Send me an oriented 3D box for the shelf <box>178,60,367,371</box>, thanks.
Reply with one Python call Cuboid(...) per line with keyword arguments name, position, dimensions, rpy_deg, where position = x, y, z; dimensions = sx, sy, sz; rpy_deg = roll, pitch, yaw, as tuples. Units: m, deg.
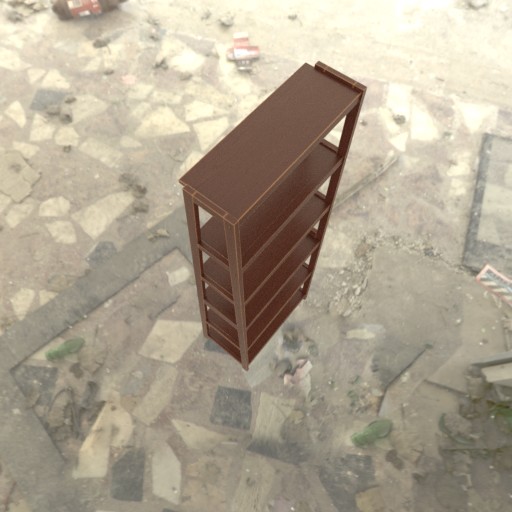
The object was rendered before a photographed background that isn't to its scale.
Cuboid(name="shelf", position=(0.000, 0.000, 2.200), dimensions=(0.381, 1.892, 0.660), rpy_deg=(36, 69, 16))
